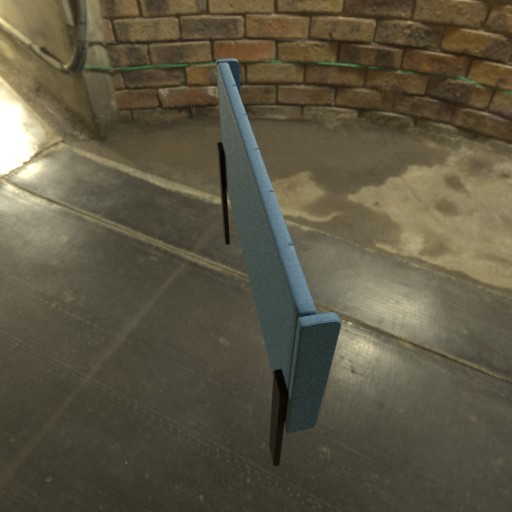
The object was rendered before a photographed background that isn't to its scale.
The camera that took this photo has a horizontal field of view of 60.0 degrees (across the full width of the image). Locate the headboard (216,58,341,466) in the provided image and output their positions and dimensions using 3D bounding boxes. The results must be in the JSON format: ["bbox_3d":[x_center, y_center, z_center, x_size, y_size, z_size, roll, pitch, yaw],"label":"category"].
[{"bbox_3d":[0.000,0.000,2.703,0.184,1.524,2.051,-8,48,-8],"label":"headboard"}]
